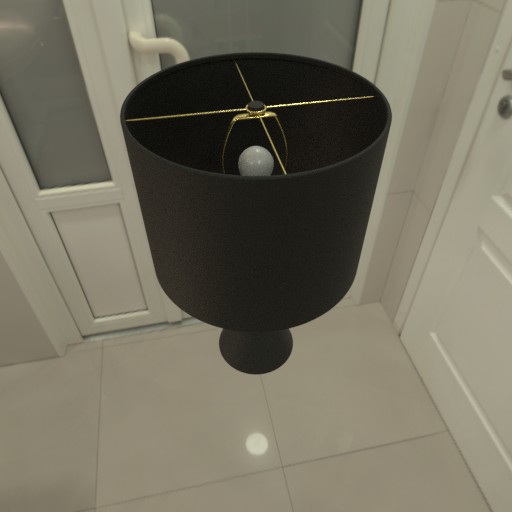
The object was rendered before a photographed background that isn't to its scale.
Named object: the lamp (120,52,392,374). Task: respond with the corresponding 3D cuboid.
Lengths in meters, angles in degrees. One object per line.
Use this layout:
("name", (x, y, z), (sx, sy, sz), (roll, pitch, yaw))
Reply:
("lamp", (0.000, 0.000, 0.802), (0.359, 0.584, 0.359), (-8, 45, -8))
